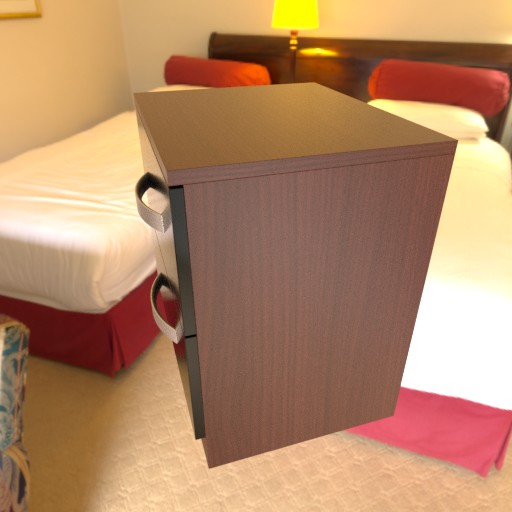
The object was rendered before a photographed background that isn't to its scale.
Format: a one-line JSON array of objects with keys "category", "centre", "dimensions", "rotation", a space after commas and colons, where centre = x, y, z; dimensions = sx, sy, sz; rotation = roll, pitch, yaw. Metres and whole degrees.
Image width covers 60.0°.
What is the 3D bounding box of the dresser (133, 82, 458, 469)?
[{"category": "dresser", "centre": [0.000, 0.000, 0.745], "dimensions": [0.360, 0.470, 0.400], "rotation": [-9, 32, -15]}]
